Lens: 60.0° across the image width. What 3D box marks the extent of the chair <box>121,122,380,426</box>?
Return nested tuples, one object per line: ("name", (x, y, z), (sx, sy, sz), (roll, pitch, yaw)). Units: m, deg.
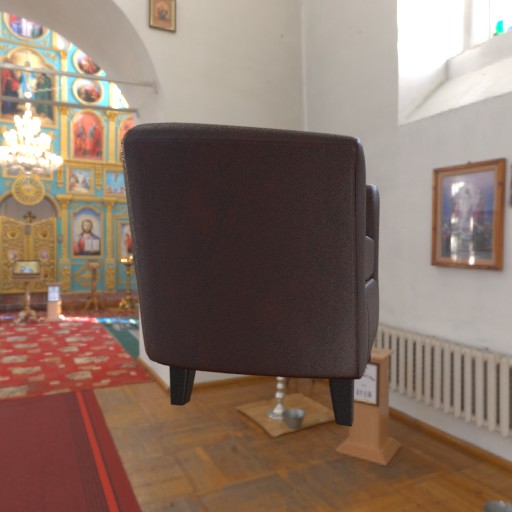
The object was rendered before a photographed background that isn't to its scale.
("chair", (0.000, 0.000, 1.399), (0.727, 0.756, 0.792), (0, 0, 18))
